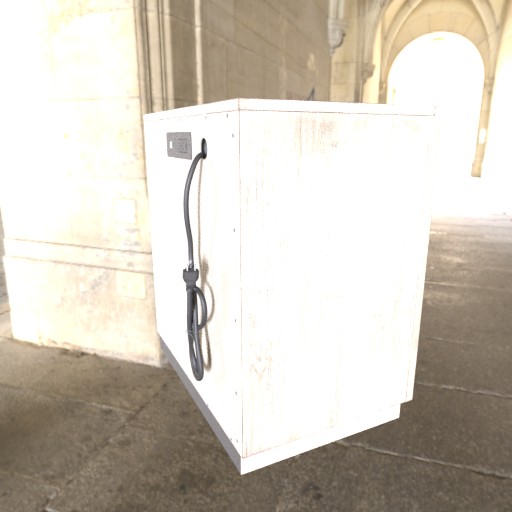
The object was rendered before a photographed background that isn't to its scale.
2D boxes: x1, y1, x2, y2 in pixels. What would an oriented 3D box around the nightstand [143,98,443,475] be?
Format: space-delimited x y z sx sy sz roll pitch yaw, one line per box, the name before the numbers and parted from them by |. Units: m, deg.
nightstand | 0.000 0.000 1.077 0.483 0.673 0.612 -7 17 -26
